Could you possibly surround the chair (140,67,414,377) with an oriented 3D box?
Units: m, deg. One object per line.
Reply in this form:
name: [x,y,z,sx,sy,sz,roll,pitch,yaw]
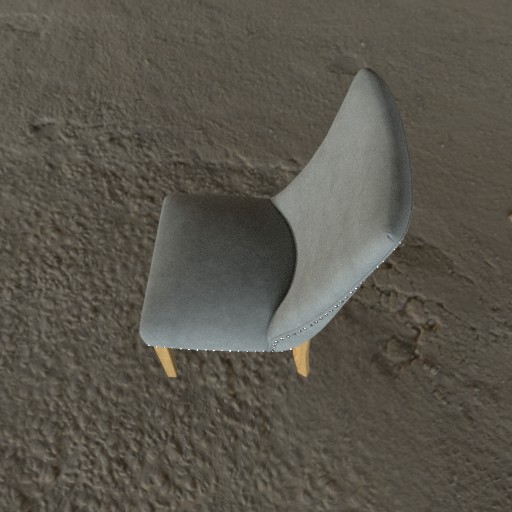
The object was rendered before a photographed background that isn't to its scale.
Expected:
chair: [0.000,0.000,1.253,0.610,0.902,0.495,2,58,1]
